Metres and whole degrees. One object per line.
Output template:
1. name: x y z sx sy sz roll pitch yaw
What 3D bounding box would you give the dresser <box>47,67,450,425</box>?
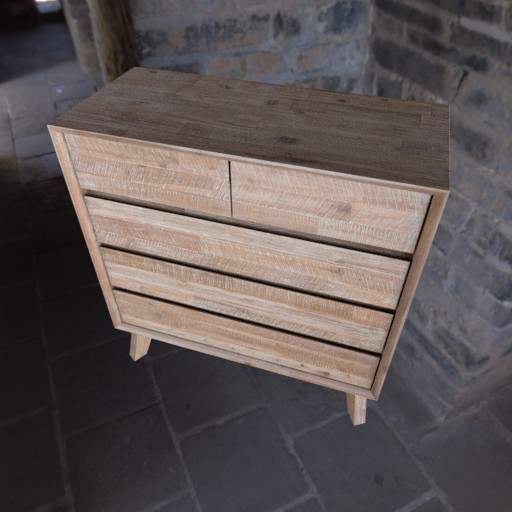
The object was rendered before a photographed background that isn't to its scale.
1. dresser: 0.000 0.000 1.543 0.998 1.029 0.455 12 43 13
